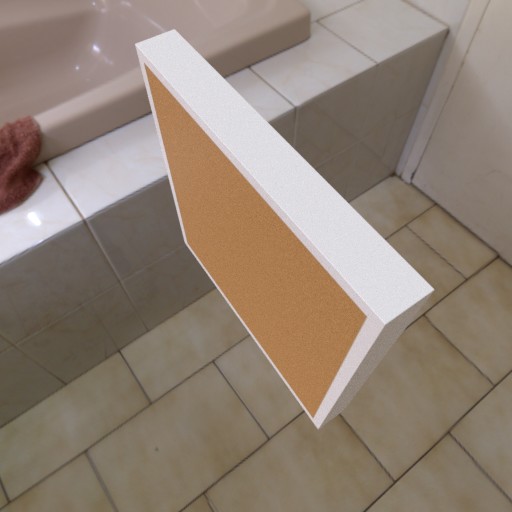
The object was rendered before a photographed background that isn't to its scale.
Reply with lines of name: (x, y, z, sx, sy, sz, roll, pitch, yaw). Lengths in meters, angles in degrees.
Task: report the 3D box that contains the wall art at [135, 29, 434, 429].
wall art: (0.000, 0.000, 0.441, 0.038, 0.305, 0.305, -30, 63, -17)
